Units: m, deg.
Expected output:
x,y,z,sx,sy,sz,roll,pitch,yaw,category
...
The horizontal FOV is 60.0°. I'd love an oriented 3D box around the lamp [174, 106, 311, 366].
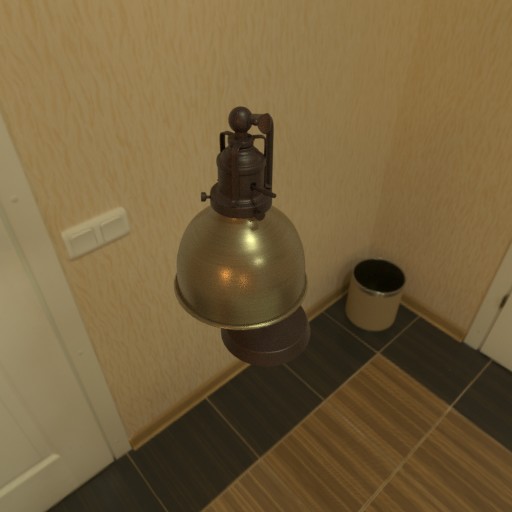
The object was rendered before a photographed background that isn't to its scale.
x,y,z,sx,sy,sz,roll,pitch,yaw,category
0.000,0.000,0.618,0.175,0.469,0.298,13,43,14,lamp
